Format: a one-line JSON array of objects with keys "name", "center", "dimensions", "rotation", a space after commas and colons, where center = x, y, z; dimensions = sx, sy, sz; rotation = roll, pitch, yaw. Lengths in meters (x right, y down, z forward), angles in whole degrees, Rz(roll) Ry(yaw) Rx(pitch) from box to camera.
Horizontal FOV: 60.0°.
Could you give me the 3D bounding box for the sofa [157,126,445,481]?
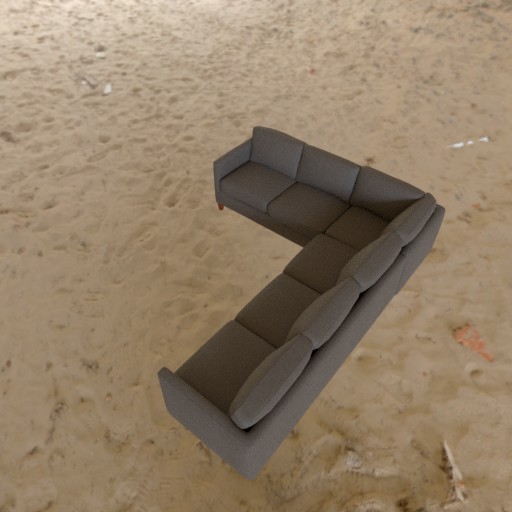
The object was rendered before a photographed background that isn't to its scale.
[{"name": "sofa", "center": [0.000, 0.000, 4.525], "dimensions": [2.593, 0.947, 3.302], "rotation": [30, 52, 27]}]
